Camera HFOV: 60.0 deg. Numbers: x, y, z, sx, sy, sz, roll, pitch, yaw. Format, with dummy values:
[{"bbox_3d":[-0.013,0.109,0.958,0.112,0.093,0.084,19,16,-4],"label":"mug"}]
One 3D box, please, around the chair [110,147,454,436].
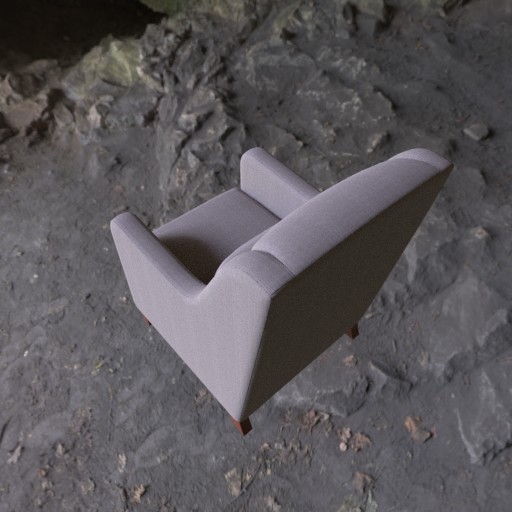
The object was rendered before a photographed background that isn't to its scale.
[{"bbox_3d":[0.000,0.000,1.634,0.715,1.017,0.890,-33,55,-27],"label":"chair"}]
